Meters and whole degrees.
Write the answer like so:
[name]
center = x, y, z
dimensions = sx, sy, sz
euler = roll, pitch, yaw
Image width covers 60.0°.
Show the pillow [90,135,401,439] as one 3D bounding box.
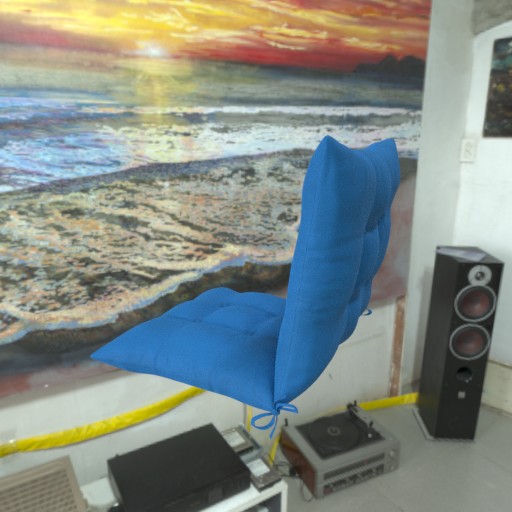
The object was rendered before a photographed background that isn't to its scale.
[pillow]
center = 0.000, 0.000, 1.030
dimensions = 0.585, 0.536, 0.541
euler = 8, 17, 27
